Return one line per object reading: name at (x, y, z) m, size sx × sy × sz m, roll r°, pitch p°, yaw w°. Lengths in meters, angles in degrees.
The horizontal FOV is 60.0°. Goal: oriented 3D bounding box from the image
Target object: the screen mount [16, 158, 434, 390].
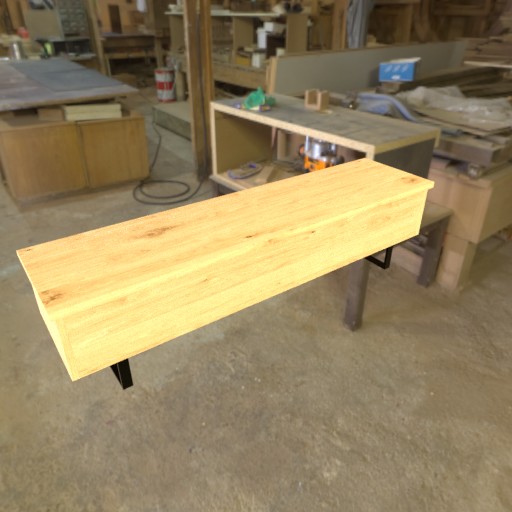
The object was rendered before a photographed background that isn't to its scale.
screen mount at (0.000, 0.000, 1.890) m, size 1.700 × 0.430 × 0.450 m, roll -20°, pitch 36°, yaw -30°
